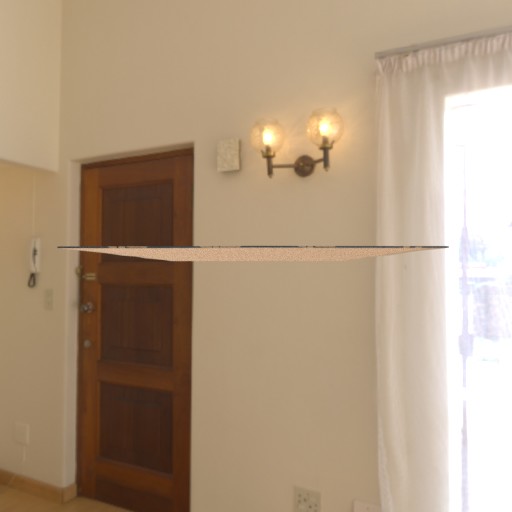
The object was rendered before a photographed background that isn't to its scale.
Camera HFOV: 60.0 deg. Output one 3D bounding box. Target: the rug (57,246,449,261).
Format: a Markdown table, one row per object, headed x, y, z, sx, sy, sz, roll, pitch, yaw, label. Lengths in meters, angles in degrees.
| x | y | z | sx | sy | sz | roll | pitch | yaw | label |
| --- | --- | --- | --- | --- | --- | --- | --- | --- | --- |
| 0.000 | 0.000 | 2.755 | 1.524 | 0.013 | 2.135 | 0 | -2 | 1 | rug |
